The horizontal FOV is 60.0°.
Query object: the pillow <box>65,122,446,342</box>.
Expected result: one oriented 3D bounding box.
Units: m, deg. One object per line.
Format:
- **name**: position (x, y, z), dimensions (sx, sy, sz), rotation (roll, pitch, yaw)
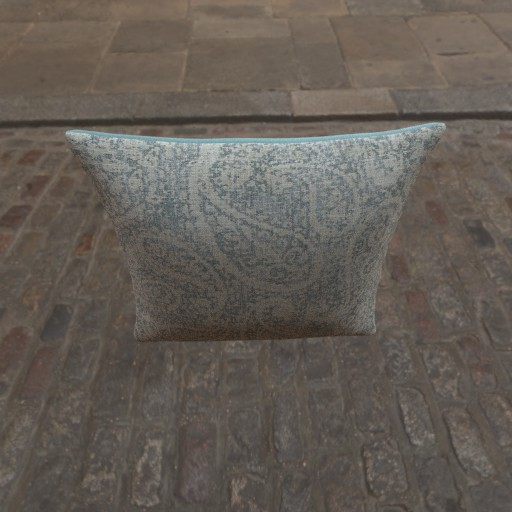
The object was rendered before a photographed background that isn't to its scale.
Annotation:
- **pillow**: position (0.000, 0.000, 0.787), dimensions (0.526, 0.507, 0.166), rotation (-1, 47, -1)
